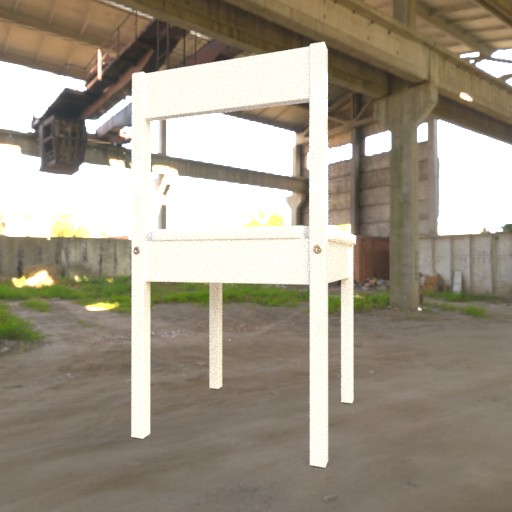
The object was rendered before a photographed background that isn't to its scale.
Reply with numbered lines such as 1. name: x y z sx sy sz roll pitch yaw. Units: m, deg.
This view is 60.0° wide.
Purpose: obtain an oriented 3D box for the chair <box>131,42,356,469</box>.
1. chair: 0.000 0.000 0.917 0.367 0.668 0.361 0 0 20
